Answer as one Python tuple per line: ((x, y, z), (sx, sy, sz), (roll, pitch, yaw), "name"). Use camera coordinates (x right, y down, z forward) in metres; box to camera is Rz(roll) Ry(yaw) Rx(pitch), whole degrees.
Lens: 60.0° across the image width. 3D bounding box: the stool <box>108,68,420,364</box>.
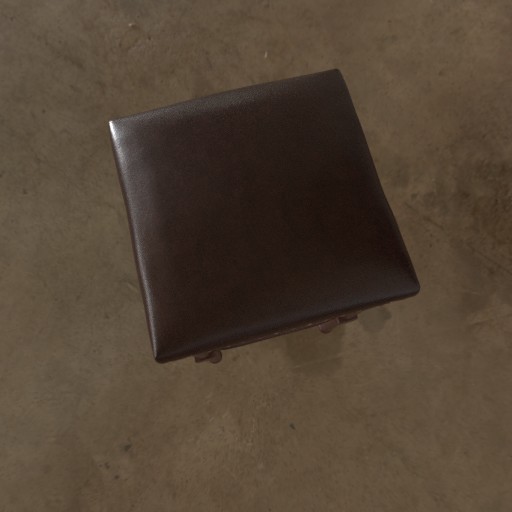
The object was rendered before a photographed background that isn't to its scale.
((0.000, 0.000, 0.940), (0.383, 0.702, 0.382), (-14, 75, -4), "stool")
